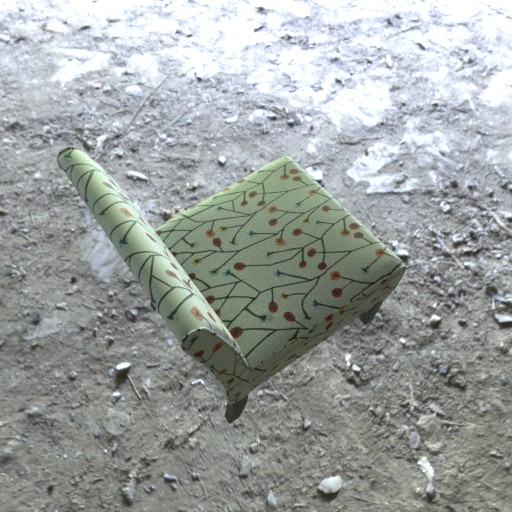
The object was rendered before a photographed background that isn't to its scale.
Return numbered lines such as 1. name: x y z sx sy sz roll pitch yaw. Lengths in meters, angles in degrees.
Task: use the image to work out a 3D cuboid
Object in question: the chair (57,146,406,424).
1. chair: 0.000 0.000 1.338 0.732 0.813 0.597 -31 62 -19
